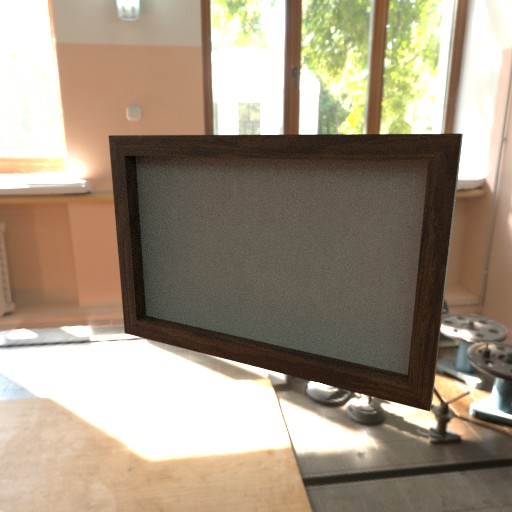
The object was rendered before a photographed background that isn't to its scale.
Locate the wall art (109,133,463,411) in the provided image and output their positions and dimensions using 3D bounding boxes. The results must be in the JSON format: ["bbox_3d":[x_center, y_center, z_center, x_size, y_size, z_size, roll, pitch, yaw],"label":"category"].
[{"bbox_3d":[0.000,0.000,0.768,0.609,0.405,0.035,7,16,26],"label":"wall art"}]
